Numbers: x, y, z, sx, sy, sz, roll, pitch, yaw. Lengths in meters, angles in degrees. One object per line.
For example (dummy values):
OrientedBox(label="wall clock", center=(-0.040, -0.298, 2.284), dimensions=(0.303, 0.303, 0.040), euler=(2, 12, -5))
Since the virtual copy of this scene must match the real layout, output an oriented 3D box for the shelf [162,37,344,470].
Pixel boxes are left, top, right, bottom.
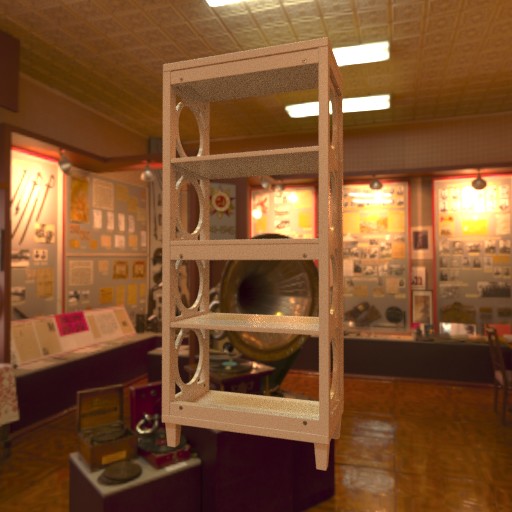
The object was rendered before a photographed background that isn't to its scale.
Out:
OrientedBox(label="shelf", center=(0.000, 0.000, 1.684), dimensions=(0.611, 1.411, 0.340), euler=(0, -1, 19))
